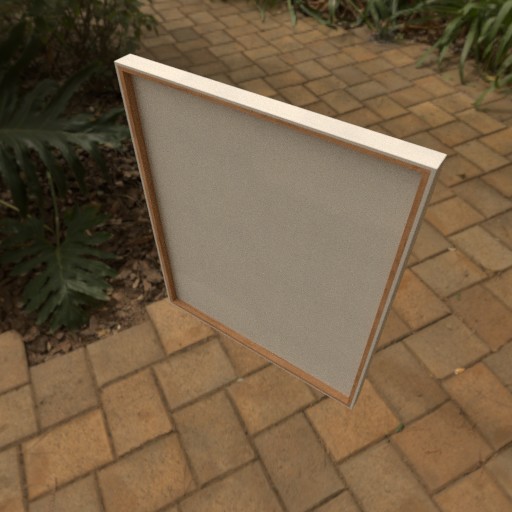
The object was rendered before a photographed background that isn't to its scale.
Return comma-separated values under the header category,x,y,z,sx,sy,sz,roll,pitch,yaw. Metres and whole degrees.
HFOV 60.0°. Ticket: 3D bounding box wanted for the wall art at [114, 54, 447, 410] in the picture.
category,x,y,z,sx,sy,sz,roll,pitch,yaw
wall art,0.000,0.000,0.817,0.508,0.606,0.037,26,52,23
